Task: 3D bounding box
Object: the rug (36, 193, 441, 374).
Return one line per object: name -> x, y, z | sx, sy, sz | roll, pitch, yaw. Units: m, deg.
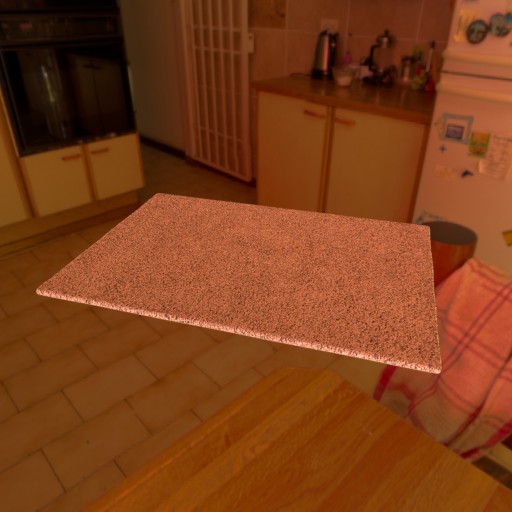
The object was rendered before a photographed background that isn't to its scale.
rug -> 0.000, 0.000, 2.340 | 1.778, 0.030, 1.219 | 9, 32, 14
